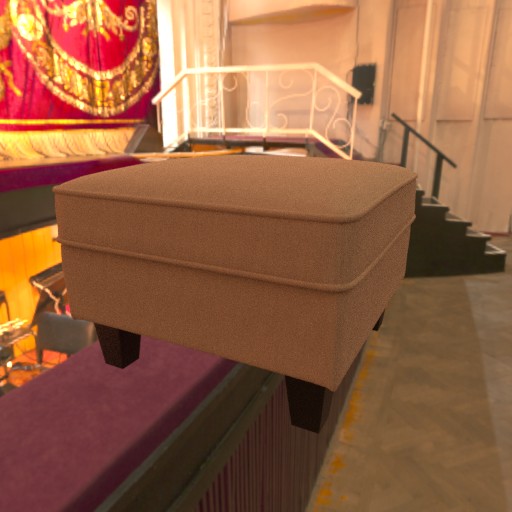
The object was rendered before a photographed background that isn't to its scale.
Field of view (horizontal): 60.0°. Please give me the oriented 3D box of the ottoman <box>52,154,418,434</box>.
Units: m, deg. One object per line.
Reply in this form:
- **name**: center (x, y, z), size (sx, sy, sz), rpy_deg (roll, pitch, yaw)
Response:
- **ottoman**: center (0.000, 0.000, 1.020), size (0.613, 0.438, 0.616), rpy_deg (9, 19, 26)
